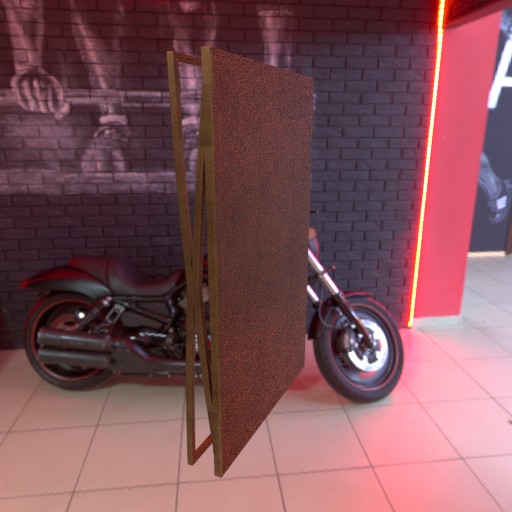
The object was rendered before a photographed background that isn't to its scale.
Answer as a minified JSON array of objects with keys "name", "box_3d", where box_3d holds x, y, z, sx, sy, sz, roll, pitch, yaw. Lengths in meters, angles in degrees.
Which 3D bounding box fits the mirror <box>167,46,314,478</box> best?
[{"name":"mirror","box_3d":[0.000,0.000,0.972,0.082,0.768,0.468,8,18,25]}]
